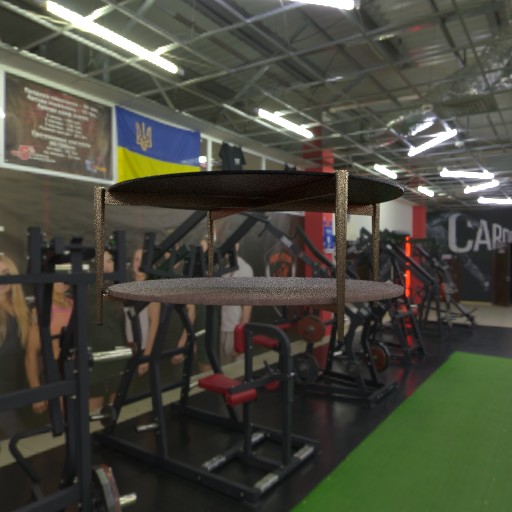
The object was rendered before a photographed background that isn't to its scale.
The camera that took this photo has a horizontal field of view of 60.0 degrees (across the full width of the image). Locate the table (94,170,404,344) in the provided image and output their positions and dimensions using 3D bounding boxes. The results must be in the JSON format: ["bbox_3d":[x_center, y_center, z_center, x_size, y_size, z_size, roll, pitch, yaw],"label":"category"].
[{"bbox_3d":[0.000,0.000,1.482,0.938,0.400,0.938,0,0,36],"label":"table"}]
